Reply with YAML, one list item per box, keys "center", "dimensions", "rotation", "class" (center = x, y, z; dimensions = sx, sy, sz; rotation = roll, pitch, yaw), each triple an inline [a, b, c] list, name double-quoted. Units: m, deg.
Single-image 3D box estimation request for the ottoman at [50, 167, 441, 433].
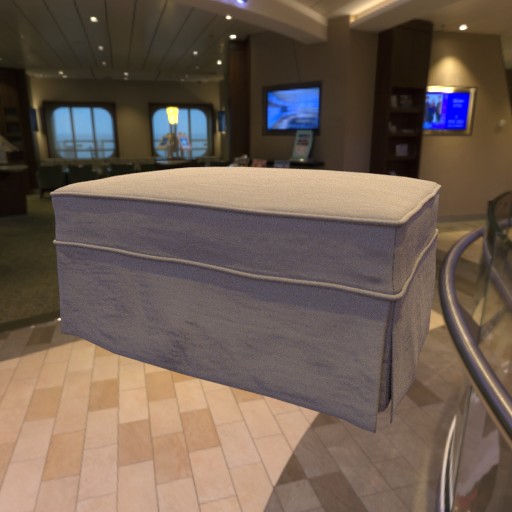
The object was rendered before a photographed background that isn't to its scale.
- center: [0.000, 0.000, 1.269]
  dimensions: [0.944, 0.479, 0.703]
  rotation: [8, 17, 26]
  class: "ottoman"
